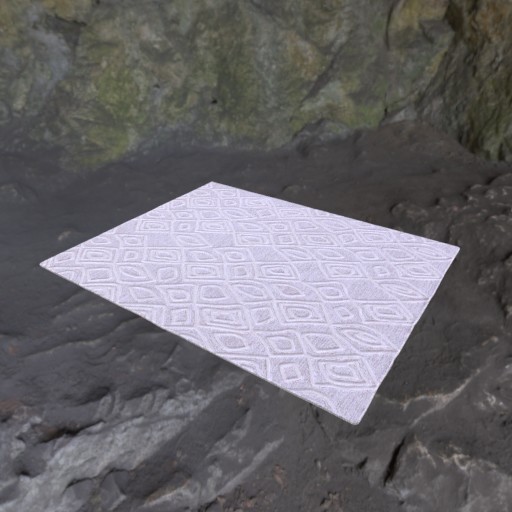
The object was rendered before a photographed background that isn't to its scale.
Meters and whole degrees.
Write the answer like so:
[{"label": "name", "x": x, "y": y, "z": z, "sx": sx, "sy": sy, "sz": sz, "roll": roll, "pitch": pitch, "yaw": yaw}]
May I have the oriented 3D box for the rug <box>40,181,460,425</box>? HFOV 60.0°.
[{"label": "rug", "x": 0.000, "y": 0.000, "z": 4.087, "sx": 3.049, "sy": 0.025, "sz": 2.449, "roll": 19, "pitch": 36, "yaw": 29}]
